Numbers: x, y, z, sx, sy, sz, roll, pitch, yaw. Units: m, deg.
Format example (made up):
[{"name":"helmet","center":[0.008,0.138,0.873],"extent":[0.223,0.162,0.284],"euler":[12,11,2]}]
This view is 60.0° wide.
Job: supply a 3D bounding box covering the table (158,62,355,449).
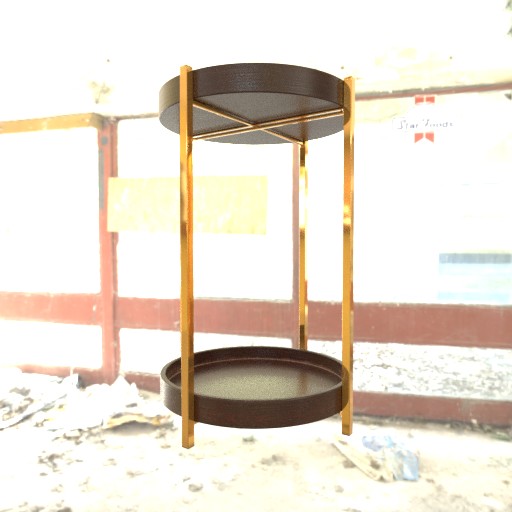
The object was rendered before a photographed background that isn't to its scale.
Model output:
[{"name":"table","center":[0.000,0.000,0.869],"extent":[0.400,0.610,0.400],"euler":[1,2,35]}]
